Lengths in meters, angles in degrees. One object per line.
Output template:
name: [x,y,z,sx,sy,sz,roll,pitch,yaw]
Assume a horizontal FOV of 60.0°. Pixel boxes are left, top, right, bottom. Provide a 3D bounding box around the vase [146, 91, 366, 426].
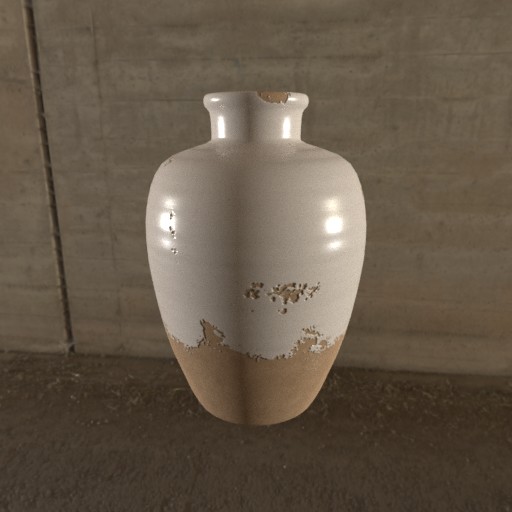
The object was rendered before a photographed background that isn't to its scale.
vase: [0.000,0.000,0.333,0.158,0.228,0.158,0,16,0]
